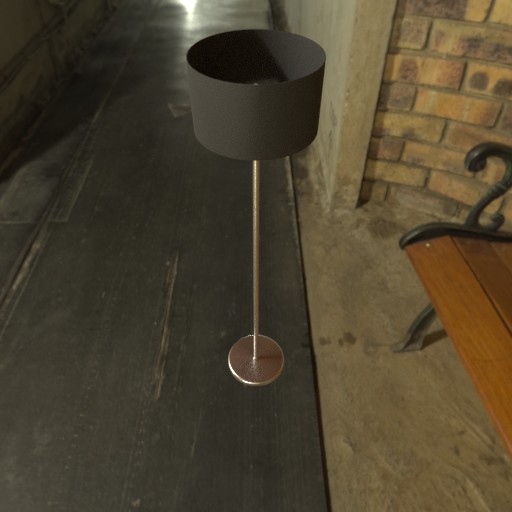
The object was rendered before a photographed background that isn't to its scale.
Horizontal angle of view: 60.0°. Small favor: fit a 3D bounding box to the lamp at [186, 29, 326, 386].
[{"bbox_3d":[0.000,0.000,1.622,0.348,1.443,0.348,-30,53,-26],"label":"lamp"}]
